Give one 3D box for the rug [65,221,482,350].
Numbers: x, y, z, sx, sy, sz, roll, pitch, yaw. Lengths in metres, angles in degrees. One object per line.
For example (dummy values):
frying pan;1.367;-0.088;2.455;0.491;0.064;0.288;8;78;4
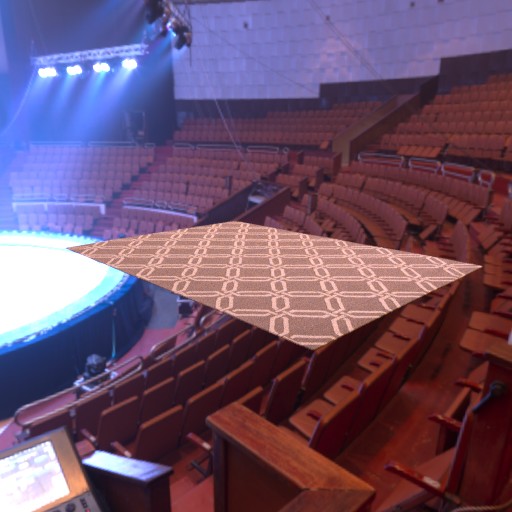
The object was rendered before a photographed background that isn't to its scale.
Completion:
rug;0.000;0.000;4.399;2.441;0.020;3.419;-13;19;-42
